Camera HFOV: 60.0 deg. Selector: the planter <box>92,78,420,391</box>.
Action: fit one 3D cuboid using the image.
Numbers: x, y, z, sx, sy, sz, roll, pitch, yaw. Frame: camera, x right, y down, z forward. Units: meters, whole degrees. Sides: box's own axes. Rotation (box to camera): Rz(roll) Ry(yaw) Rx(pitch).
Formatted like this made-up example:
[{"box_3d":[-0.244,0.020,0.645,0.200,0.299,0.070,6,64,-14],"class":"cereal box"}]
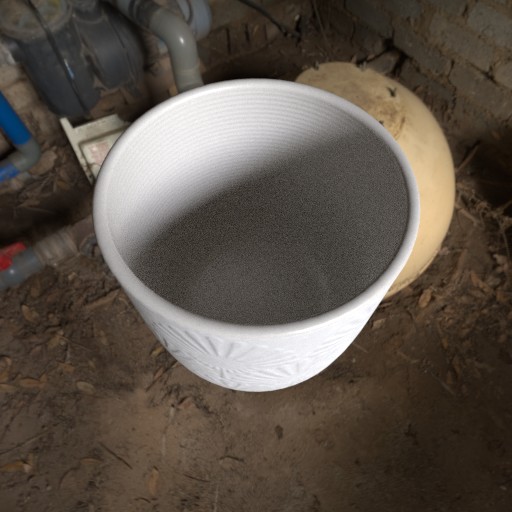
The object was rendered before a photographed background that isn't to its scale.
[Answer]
[{"box_3d":[0.000,0.000,0.215,0.124,0.109,0.124,0,59,0],"class":"planter"}]
